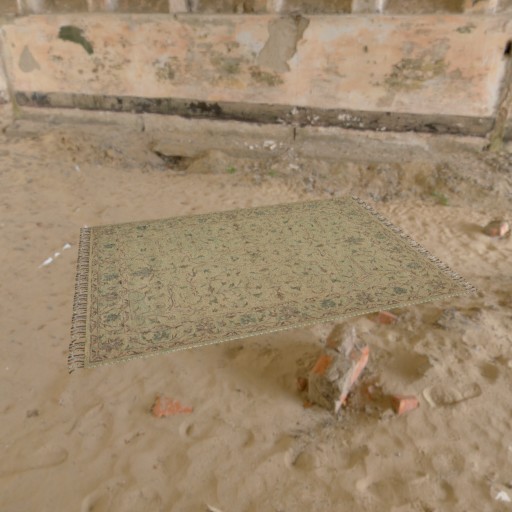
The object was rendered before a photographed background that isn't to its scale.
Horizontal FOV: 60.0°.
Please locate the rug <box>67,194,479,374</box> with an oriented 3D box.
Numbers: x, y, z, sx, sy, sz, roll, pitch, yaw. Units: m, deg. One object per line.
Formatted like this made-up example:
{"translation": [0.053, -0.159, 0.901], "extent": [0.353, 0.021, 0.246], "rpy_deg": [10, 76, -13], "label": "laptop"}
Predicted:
{"translation": [0.000, 0.000, 2.338], "extent": [1.802, 0.008, 1.247], "rpy_deg": [-9, 31, -14], "label": "rug"}
